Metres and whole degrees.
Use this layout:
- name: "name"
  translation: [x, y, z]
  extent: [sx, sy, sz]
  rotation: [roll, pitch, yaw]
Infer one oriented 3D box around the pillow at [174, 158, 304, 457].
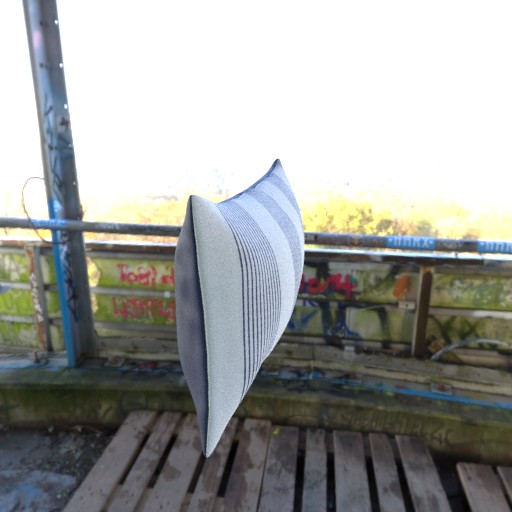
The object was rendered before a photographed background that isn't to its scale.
- name: "pillow"
  translation: [0.000, 0.000, 0.731]
  extent: [0.151, 0.287, 0.610]
  rotation: [3, 16, 10]
